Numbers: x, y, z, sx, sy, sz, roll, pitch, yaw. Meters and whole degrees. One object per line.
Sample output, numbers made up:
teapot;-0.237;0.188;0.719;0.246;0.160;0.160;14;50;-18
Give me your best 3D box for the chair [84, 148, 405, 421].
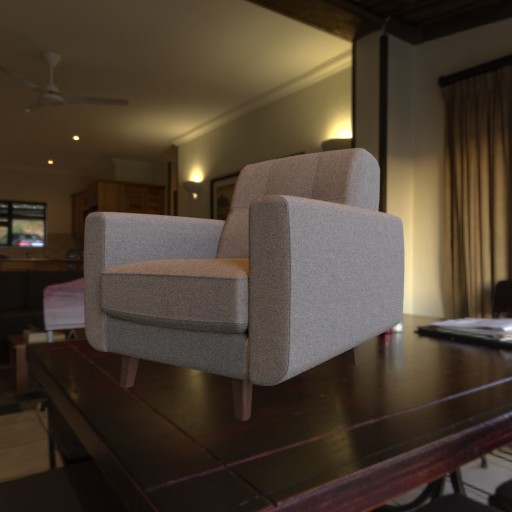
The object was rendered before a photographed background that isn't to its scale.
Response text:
chair;0.000;0.000;1.597;0.831;0.839;0.907;0;0;36
